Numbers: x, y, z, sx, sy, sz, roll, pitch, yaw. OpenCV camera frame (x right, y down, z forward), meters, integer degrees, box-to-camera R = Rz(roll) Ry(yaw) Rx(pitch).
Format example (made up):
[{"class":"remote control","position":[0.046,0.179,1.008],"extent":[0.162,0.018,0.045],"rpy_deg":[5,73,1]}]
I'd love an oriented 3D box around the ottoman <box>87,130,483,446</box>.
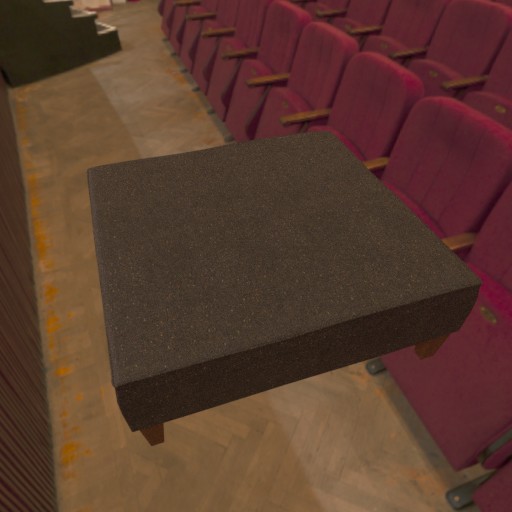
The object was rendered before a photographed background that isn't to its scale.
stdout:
[{"class":"ottoman","position":[0.000,0.000,1.534],"extent":[1.004,0.382,0.968],"rpy_deg":[-13,44,-14]}]
